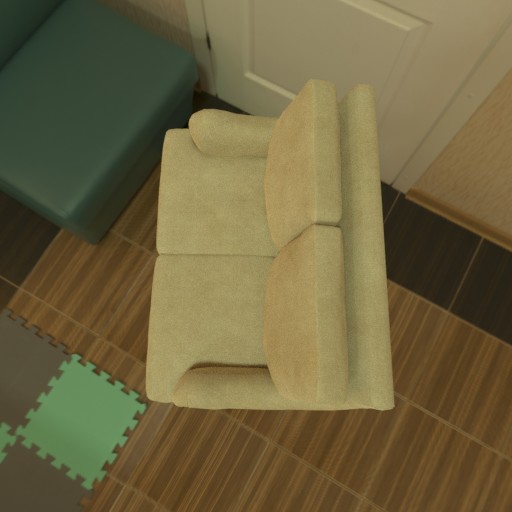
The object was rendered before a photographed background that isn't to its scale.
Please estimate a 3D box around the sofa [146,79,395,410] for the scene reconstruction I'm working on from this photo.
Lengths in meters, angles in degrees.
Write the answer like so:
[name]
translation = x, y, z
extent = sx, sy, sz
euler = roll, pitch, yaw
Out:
[sofa]
translation = 0.000, 0.000, 2.301
extent = 1.086, 1.087, 1.498
euler = 1, 75, 0
